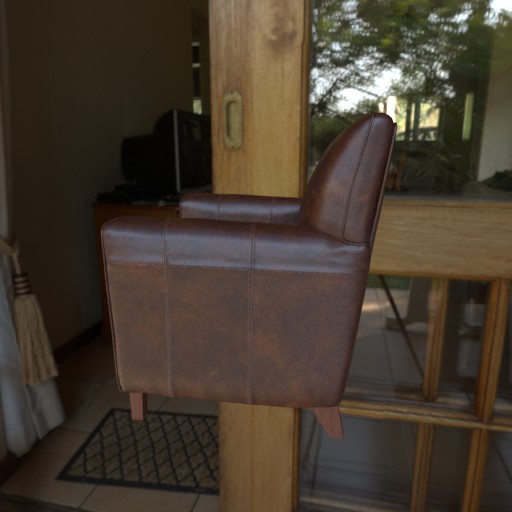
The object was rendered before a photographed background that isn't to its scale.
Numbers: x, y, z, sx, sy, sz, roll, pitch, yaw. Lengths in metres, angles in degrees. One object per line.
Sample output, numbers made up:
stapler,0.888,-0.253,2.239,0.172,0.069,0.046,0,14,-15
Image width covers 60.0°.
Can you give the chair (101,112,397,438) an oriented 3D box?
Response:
chair,0.000,0.000,1.625,0.823,0.943,0.870,2,14,8
